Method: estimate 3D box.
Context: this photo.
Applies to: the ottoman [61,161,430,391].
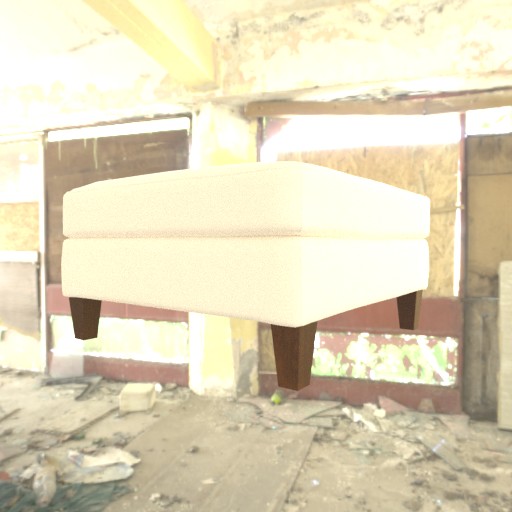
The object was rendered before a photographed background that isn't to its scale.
[{"bbox_3d":[0.000,0.000,1.375,0.838,0.479,0.838,1,2,36],"label":"ottoman"}]
